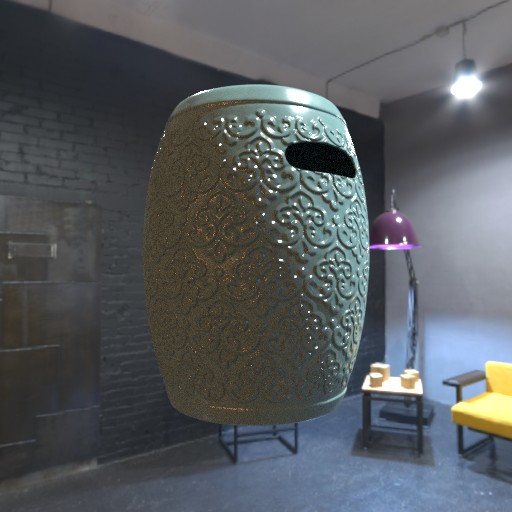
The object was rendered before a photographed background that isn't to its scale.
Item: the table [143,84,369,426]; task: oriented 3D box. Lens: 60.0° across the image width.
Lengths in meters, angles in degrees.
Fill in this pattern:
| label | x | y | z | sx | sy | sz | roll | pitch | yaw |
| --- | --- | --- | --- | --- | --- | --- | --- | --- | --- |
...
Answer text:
| label | x | y | z | sx | sy | sz | roll | pitch | yaw |
| --- | --- | --- | --- | --- | --- | --- | --- | --- | --- |
| table | 0.000 | 0.000 | 0.624 | 0.309 | 0.397 | 0.309 | 0 | -2 | 0 |
